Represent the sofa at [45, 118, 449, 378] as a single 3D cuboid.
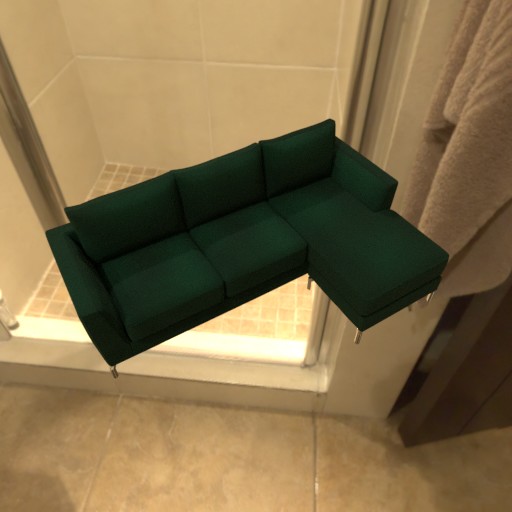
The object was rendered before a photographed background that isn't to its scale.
[{"bbox_3d":[0.000,0.000,3.152,2.441,1.007,1.489,-24,51,-21],"label":"sofa"}]
